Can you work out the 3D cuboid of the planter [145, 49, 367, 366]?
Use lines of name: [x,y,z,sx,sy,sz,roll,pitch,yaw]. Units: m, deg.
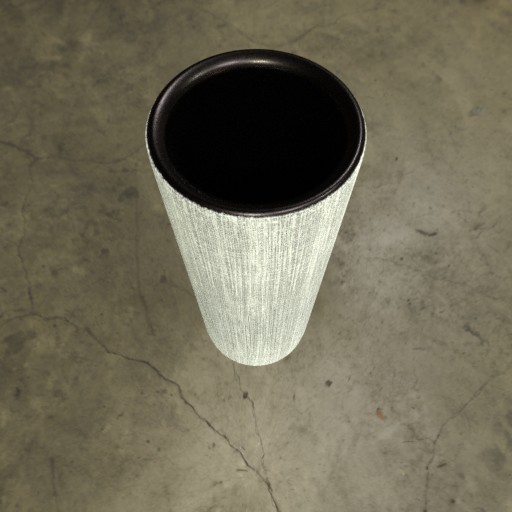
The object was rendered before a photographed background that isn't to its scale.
planter: [0.000,0.000,0.320,0.100,0.270,0.100,-33,68,-15]
